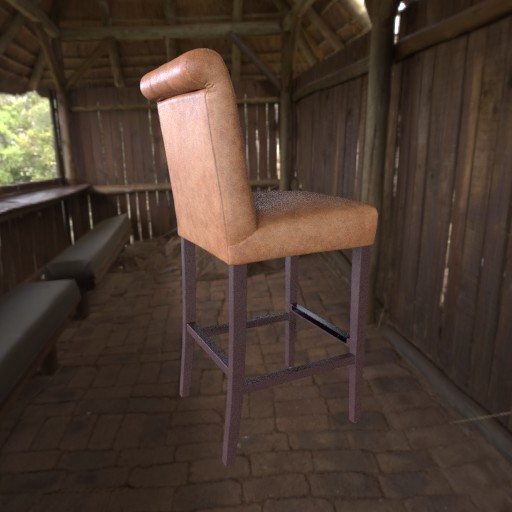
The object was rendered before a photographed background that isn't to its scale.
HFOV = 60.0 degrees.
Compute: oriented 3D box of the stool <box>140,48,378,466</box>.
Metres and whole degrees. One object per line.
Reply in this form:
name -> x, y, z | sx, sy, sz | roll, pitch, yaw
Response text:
stool -> 0.000, 0.000, 1.447 | 0.601, 1.140, 0.493 | -7, 16, -26
